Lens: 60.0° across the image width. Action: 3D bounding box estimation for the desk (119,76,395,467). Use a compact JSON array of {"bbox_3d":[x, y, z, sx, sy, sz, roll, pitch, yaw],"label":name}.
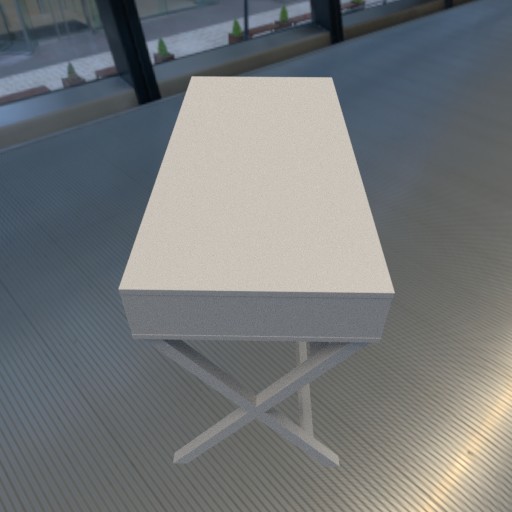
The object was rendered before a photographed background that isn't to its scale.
[{"bbox_3d":[0.000,0.000,1.461,0.525,0.780,1.057,1,42,1],"label":"desk"}]
